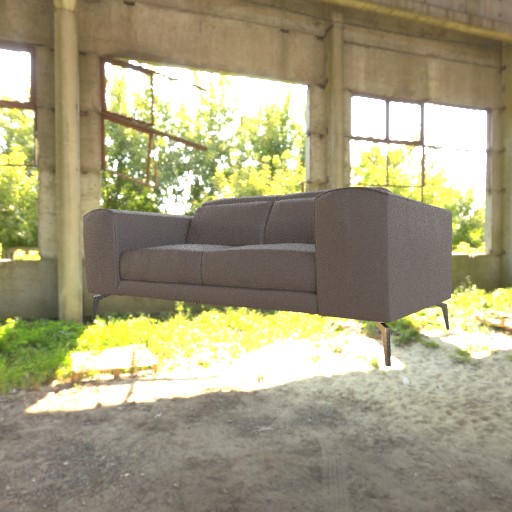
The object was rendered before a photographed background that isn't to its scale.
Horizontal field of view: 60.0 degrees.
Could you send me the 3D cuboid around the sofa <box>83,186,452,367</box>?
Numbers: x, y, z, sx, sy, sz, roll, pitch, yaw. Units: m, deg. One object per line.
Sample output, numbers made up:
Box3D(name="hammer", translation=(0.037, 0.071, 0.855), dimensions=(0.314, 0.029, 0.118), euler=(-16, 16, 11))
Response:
Box3D(name="sofa", translation=(0.000, 0.000, 2.502), dimensions=(1.895, 0.779, 1.003), euler=(1, 1, 36))
